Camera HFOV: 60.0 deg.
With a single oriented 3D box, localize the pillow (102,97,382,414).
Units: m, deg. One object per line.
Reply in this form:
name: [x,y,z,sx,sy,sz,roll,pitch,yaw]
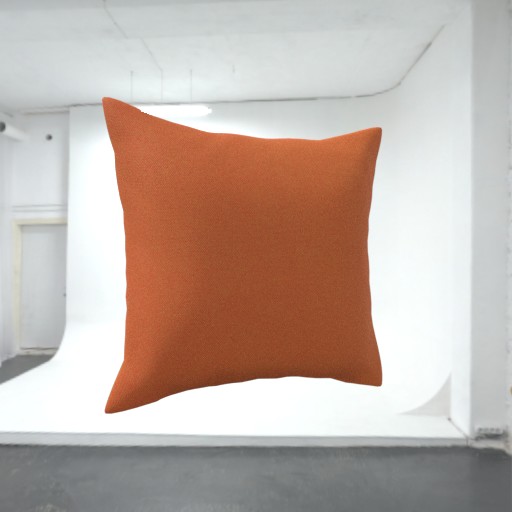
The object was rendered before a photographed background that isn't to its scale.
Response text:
pillow: [0.000,0.000,0.689,0.453,0.444,0.169,0,0,-18]
